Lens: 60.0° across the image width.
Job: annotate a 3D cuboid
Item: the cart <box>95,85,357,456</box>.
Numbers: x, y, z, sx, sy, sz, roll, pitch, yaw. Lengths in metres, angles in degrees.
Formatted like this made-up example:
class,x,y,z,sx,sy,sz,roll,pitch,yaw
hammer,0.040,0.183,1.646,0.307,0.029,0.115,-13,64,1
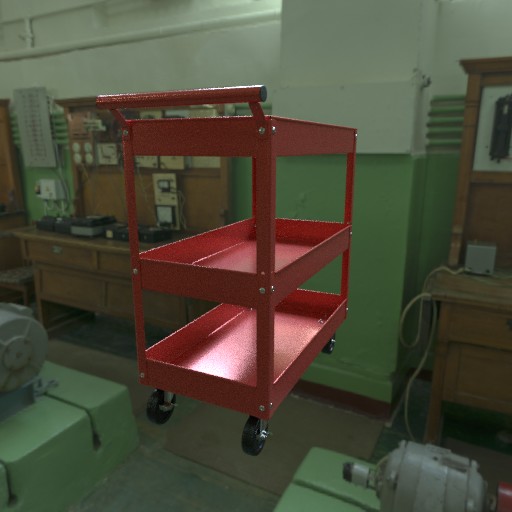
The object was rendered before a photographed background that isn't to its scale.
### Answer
class,x,y,z,sx,sy,sz,roll,pitch,yaw
cart,0.000,0.000,1.211,0.366,0.780,0.719,7,15,25
